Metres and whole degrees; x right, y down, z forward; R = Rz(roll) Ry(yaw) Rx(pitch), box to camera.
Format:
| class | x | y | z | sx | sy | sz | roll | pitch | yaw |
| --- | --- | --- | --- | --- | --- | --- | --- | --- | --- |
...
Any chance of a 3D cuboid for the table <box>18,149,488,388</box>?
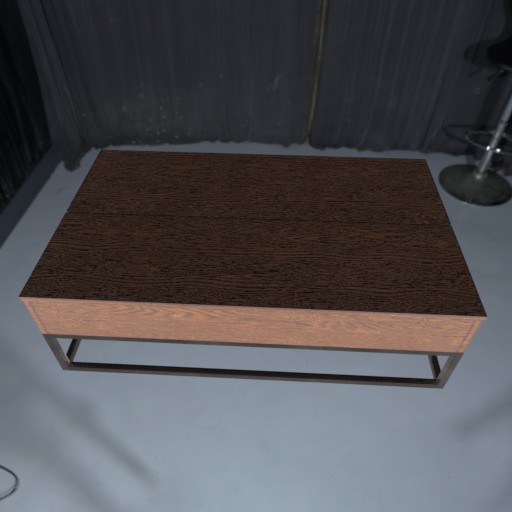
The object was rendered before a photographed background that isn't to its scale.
| class | x | y | z | sx | sy | sz | roll | pitch | yaw |
| --- | --- | --- | --- | --- | --- | --- | --- | --- | --- |
| table | 0.000 | 0.000 | 1.481 | 1.167 | 0.361 | 0.719 | 2 | 45 | 2 |
